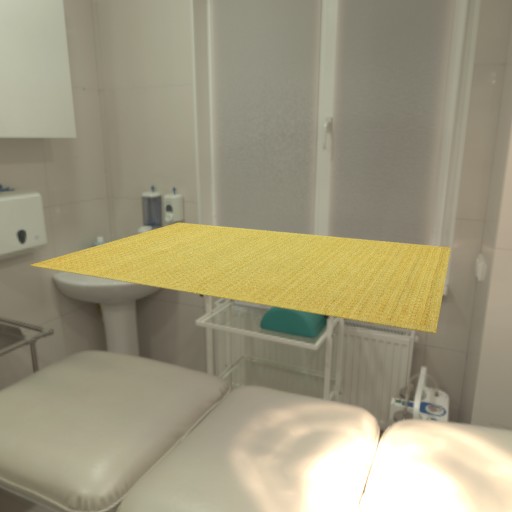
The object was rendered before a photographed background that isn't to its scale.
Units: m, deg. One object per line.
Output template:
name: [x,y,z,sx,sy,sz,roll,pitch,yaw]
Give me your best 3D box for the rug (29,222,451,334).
rug: [0.000,0.000,3.661,2.895,0.006,1.981,7,16,24]
